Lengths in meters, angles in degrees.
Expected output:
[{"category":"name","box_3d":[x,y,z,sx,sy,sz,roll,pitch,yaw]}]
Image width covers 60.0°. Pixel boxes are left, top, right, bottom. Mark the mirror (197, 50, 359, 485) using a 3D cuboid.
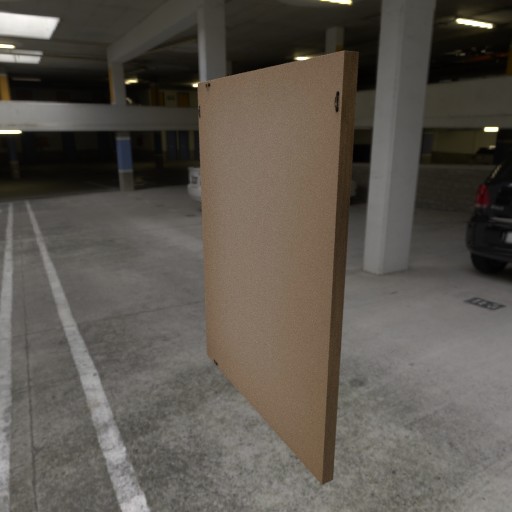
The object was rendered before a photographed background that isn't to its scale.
[{"category":"mirror","box_3d":[0.000,0.000,1.315,0.041,1.016,0.762,-9,18,-27]}]
